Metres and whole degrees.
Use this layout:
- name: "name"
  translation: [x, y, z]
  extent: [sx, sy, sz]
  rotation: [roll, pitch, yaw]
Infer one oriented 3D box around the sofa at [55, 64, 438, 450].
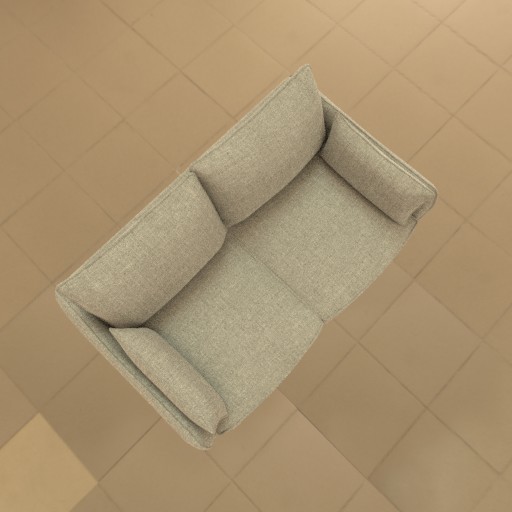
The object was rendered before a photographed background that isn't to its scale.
- name: "sofa"
  translation: [0.000, 0.000, 2.103]
  extent: [0.972, 0.851, 1.580]
  rotation: [43, 80, 10]
